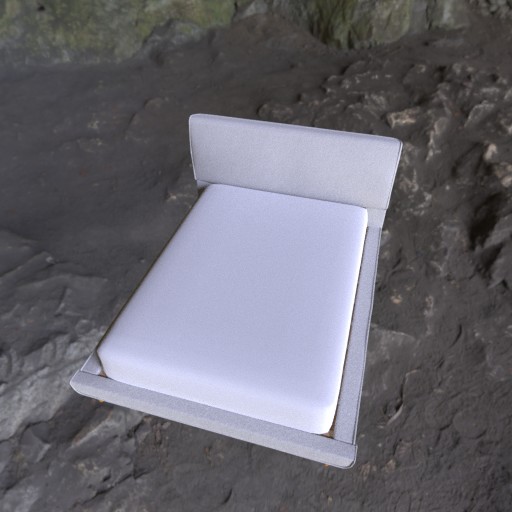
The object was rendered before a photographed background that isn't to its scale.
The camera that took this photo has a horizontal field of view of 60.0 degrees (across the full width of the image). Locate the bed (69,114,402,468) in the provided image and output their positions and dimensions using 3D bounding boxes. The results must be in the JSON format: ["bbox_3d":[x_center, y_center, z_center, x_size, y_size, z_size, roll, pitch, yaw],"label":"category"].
[{"bbox_3d":[0.000,0.000,3.315,1.840,1.067,2.368,11,43,12],"label":"bed"}]
